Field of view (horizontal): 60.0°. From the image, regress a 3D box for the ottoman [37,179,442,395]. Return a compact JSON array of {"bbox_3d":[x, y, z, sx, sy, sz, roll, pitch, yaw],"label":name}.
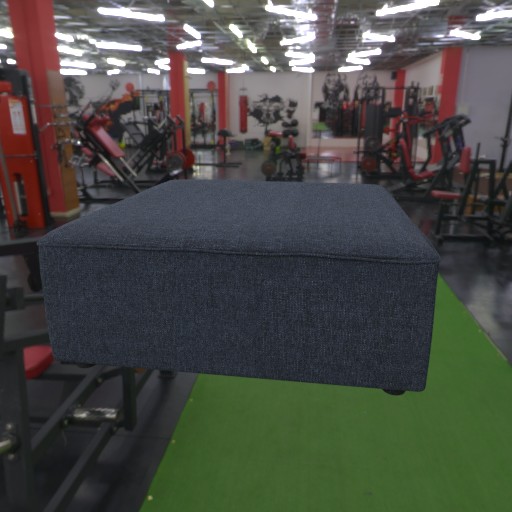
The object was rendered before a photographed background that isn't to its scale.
[{"bbox_3d":[0.000,0.000,1.576,1.017,0.423,1.023,3,18,9],"label":"ottoman"}]
